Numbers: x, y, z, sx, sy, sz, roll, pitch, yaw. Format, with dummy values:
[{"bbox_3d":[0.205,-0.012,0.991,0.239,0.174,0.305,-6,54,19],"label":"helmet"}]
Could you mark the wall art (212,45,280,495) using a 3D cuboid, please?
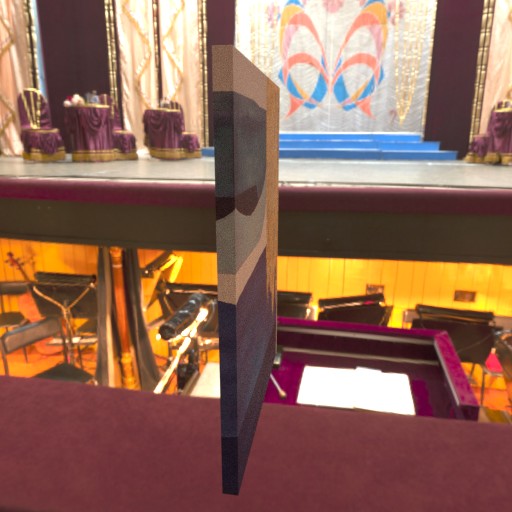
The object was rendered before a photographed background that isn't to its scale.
[{"bbox_3d":[0.000,0.000,0.797,0.026,0.613,0.458,2,15,9],"label":"wall art"}]
